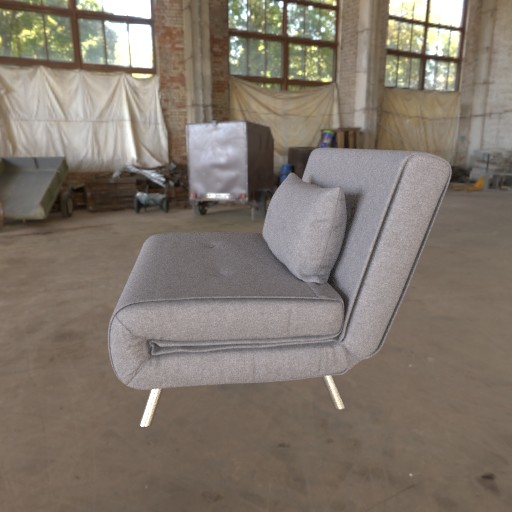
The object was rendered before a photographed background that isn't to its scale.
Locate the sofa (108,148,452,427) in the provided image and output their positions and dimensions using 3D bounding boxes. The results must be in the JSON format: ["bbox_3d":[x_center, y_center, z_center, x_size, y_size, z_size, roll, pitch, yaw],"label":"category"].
[{"bbox_3d":[0.000,0.000,1.761,1.000,0.825,1.020,-2,15,-8],"label":"sofa"}]
